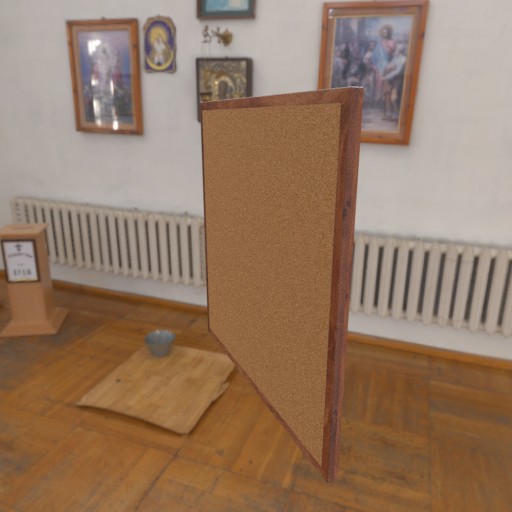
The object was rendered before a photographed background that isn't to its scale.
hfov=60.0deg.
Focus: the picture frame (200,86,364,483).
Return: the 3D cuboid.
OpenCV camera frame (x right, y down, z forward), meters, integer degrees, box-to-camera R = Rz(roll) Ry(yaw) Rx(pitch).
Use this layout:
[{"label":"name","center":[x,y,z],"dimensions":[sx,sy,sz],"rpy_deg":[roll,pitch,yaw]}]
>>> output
[{"label":"picture frame","center":[0.000,0.000,1.210],"dimensions":[0.029,0.817,0.810],"rpy_deg":[-8,19,-24]}]
